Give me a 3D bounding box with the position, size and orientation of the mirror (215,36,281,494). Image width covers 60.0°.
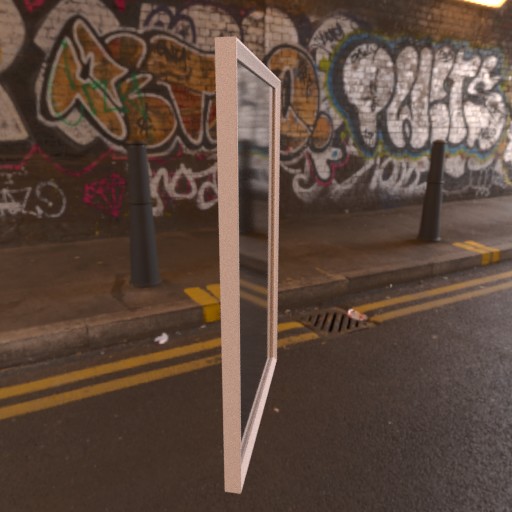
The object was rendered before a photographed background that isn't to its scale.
[{"bbox_3d":[0.000,0.000,1.144,0.041,0.915,0.609,3,15,10],"label":"mirror"}]
